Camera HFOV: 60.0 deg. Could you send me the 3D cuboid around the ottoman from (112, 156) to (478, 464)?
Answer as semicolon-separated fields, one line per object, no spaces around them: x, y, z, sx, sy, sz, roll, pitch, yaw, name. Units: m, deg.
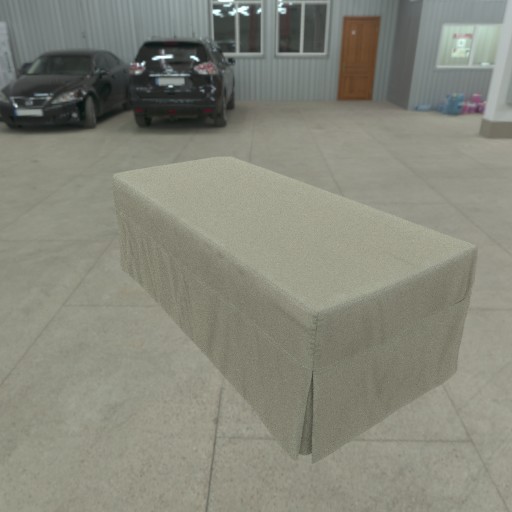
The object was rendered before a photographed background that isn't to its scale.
0.000;0.000;1.666;0.665;0.457;1.388;-17;30;-31;ottoman
